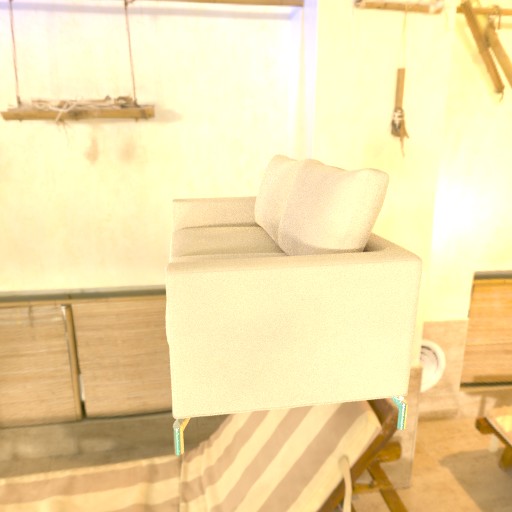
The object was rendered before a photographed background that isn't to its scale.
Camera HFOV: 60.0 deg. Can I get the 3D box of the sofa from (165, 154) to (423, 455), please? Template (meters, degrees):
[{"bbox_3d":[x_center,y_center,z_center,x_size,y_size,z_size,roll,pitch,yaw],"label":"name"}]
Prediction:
[{"bbox_3d":[0.000,0.000,2.333,0.906,0.995,1.739,-2,15,-9],"label":"sofa"}]
